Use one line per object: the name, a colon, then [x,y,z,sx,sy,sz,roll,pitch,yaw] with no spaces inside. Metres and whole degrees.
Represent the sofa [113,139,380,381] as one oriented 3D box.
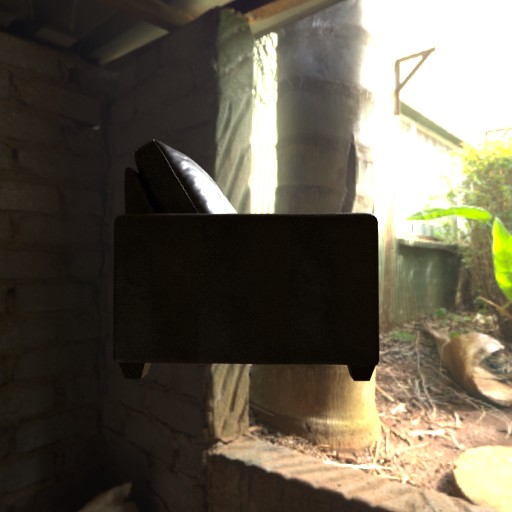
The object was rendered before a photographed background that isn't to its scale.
sofa: [0.000,0.000,2.561,0.939,0.916,2.081,0,-1,2]
